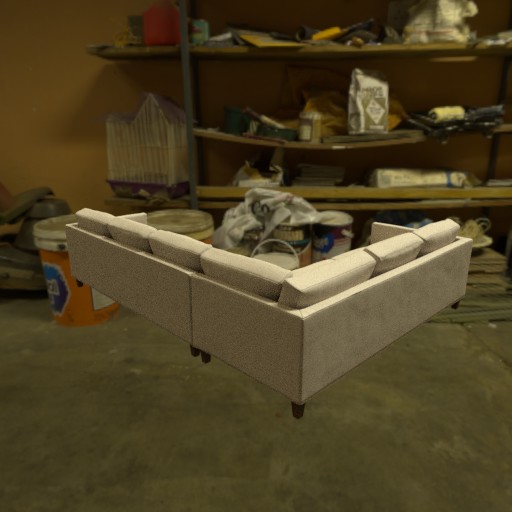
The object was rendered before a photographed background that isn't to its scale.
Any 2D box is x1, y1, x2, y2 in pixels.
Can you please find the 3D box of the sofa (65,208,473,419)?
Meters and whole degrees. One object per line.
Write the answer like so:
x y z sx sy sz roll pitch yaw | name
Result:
0.000 0.000 4.361 2.432 0.863 3.182 -16 23 -42 | sofa
